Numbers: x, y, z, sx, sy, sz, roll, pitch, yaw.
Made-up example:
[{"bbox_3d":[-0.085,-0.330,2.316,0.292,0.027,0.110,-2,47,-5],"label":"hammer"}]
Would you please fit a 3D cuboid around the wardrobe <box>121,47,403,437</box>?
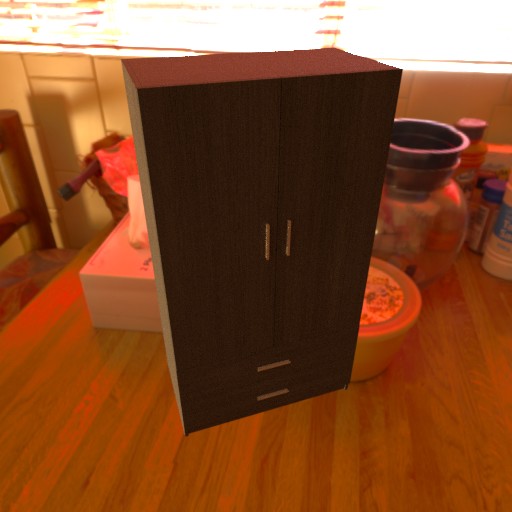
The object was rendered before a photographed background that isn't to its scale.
[{"bbox_3d":[0.000,0.000,2.242,0.991,1.808,0.577,-11,35,-16],"label":"wardrobe"}]
